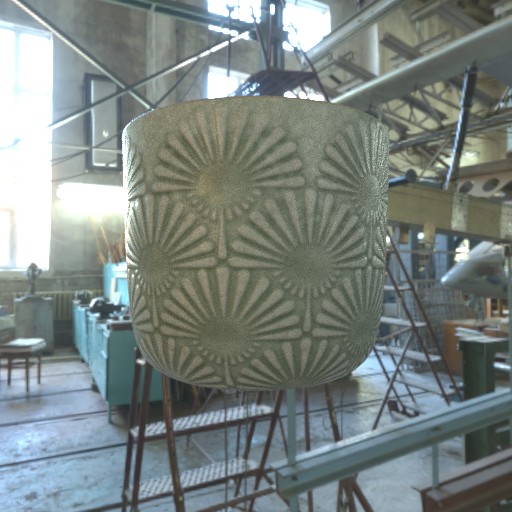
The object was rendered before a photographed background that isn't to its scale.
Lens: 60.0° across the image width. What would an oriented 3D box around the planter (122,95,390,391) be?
[{"bbox_3d":[0.000,0.000,0.213,0.124,0.109,0.124,0,-1,0],"label":"planter"}]
